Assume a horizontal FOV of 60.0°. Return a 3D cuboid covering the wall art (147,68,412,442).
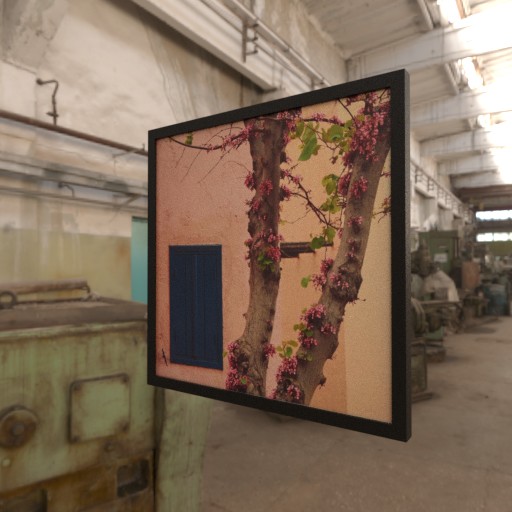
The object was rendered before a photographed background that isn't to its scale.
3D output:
[{"bbox_3d":[0.000,0.000,1.131,0.762,0.762,0.038,-1,-1,34],"label":"wall art"}]
